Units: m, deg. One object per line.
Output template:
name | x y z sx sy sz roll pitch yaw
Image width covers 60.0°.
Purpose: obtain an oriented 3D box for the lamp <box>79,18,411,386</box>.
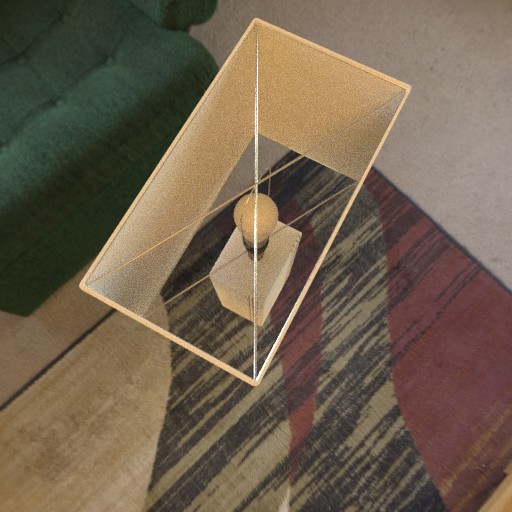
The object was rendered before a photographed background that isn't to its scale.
lamp | 0.000 0.000 0.683 0.182 0.543 0.334 27 76 7
